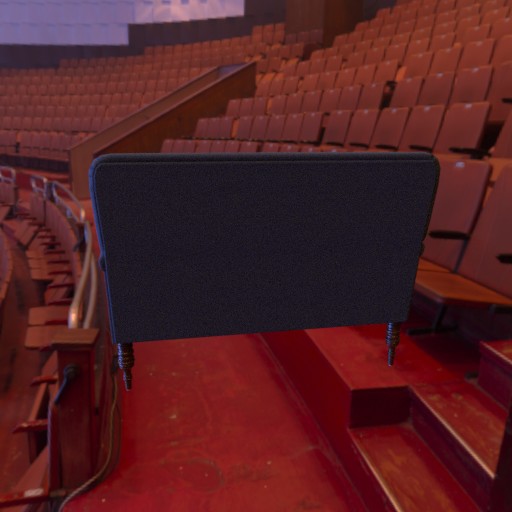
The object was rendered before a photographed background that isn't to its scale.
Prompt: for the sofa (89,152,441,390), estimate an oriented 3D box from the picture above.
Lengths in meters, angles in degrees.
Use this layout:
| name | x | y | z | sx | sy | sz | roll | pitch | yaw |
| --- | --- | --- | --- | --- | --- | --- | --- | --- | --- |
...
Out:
| name | x | y | z | sx | sy | sz | roll | pitch | yaw |
| --- | --- | --- | --- | --- | --- | --- | --- | --- | --- |
| sofa | 0.000 | 0.000 | 1.912 | 1.297 | 0.889 | 0.779 | -3 | 15 | -10 |
